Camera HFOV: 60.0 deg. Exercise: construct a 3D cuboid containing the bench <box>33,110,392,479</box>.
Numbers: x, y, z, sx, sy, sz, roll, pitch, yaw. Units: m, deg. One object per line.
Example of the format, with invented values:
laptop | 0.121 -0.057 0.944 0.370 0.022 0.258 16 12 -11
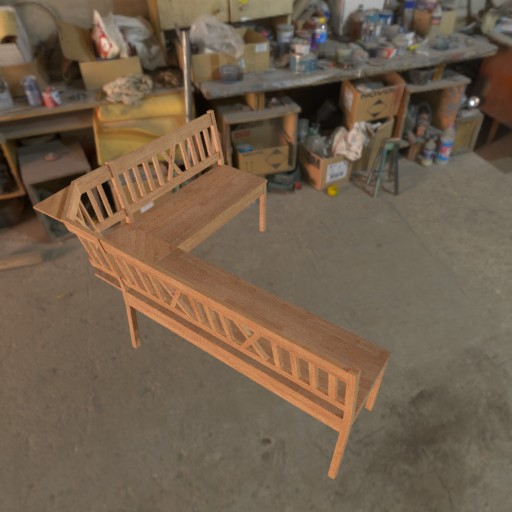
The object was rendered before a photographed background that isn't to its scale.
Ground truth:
bench | 0.000 0.000 2.731 1.937 0.902 1.537 24 46 26
